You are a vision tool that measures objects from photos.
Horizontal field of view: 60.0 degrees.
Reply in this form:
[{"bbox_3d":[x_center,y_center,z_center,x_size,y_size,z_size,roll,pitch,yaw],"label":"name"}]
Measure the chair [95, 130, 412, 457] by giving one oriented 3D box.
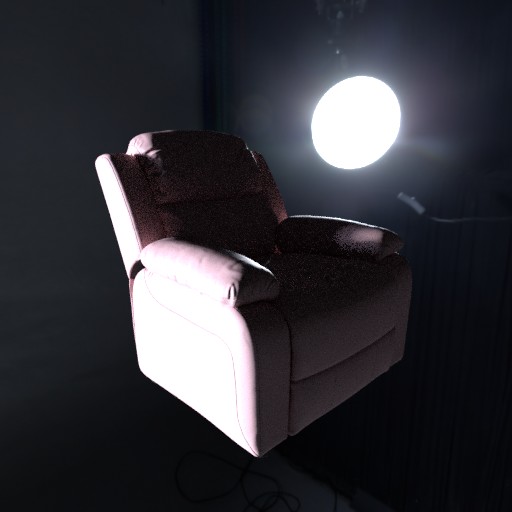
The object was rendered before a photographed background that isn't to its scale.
[{"bbox_3d":[0.000,0.000,1.267,0.680,0.702,0.709,-14,20,-43],"label":"chair"}]
